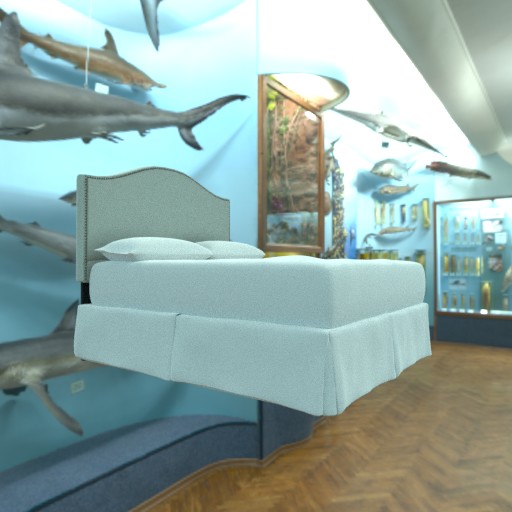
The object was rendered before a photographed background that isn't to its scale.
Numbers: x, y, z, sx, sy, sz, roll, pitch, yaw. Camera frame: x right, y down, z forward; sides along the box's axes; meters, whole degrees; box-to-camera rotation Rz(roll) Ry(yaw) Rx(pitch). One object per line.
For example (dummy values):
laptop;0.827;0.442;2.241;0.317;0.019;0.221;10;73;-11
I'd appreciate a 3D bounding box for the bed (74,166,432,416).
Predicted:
bed;0.000;0.000;3.409;2.180;1.607;1.813;0;-1;36
